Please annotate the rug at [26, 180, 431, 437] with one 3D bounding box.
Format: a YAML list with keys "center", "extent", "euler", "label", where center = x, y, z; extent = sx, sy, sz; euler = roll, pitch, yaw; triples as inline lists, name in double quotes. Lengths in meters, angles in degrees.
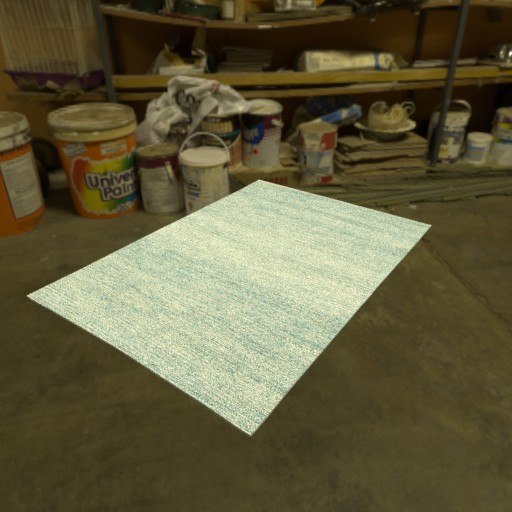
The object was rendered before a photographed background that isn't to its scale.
- center: [0.000, 0.000, 2.951]
  extent: [1.613, 0.030, 2.306]
  euler: [20, 36, 31]
  label: "rug"
